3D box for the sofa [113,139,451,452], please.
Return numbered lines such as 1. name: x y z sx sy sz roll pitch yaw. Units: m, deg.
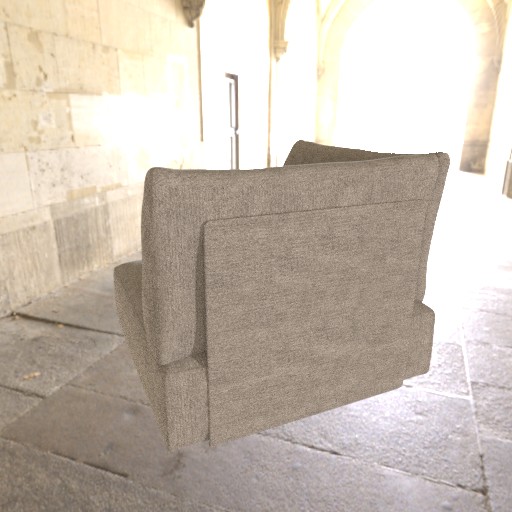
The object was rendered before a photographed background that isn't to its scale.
1. sofa: 0.000 0.000 1.710 1.000 0.820 1.000 -8 19 -23
